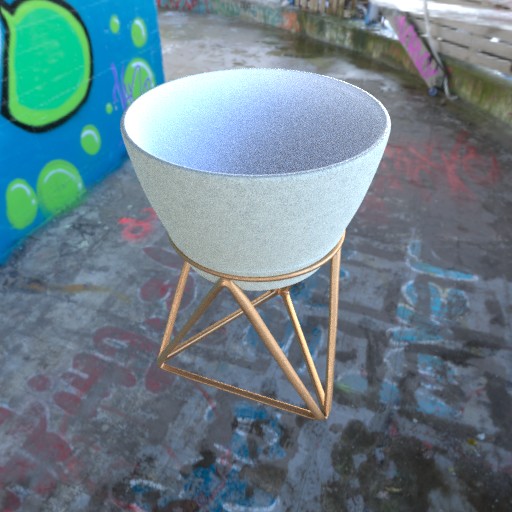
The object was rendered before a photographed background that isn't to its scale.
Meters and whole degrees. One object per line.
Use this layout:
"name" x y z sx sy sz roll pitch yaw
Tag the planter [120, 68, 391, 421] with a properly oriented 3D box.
"planter" 0.000 0.000 0.748 0.350 0.504 0.350 13 42 15
